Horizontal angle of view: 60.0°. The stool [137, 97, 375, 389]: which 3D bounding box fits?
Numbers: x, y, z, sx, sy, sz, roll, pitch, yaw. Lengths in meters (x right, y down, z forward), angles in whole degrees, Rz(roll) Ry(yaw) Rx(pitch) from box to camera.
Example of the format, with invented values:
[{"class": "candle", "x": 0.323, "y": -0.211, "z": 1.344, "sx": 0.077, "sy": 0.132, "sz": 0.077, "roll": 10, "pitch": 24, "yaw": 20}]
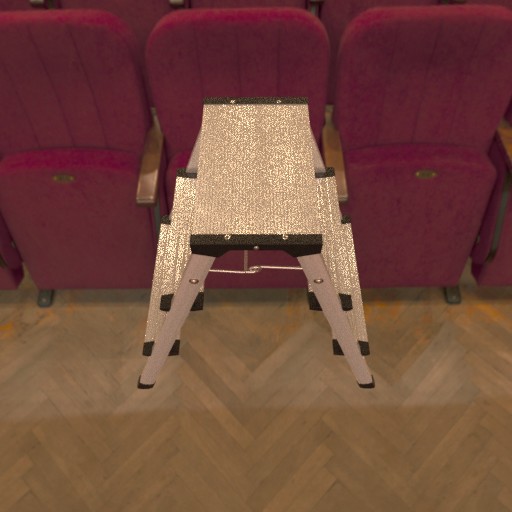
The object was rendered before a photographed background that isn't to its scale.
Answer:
[{"class": "stool", "x": 0.000, "y": 0.000, "z": 1.020, "sx": 0.622, "sy": 0.605, "sz": 0.437, "roll": 0, "pitch": 57, "yaw": 0}]
